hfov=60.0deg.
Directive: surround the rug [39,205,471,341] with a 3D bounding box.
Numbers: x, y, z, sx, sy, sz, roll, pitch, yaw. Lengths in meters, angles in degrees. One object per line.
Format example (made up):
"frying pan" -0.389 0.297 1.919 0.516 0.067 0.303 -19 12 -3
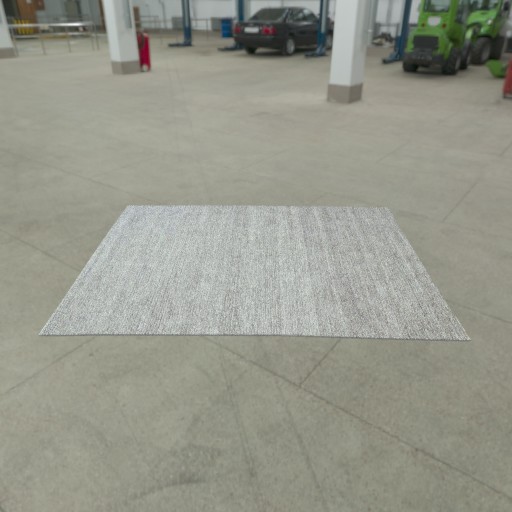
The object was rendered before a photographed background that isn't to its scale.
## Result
"rug" 0.000 0.000 4.322 3.202 0.045 2.434 1 30 1
